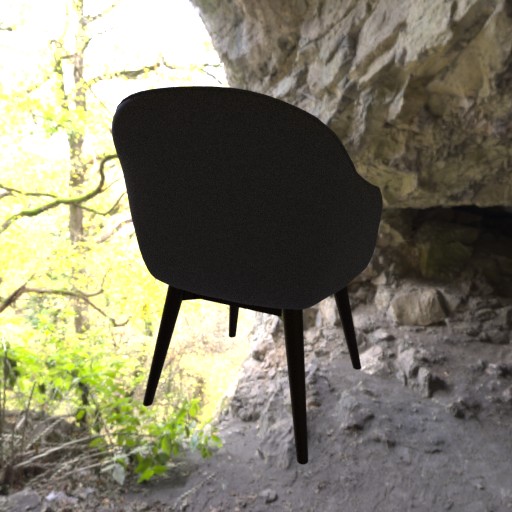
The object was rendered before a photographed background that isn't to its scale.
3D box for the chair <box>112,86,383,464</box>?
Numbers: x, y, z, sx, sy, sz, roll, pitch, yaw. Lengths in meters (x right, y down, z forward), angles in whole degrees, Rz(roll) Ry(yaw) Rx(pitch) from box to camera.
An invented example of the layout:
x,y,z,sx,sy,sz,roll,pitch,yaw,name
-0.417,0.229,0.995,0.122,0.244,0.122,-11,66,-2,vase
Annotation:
x,y,z,sx,sy,sz,roll,pitch,yaw,name
0.000,0.000,1.182,0.589,0.810,0.611,9,19,27,chair
